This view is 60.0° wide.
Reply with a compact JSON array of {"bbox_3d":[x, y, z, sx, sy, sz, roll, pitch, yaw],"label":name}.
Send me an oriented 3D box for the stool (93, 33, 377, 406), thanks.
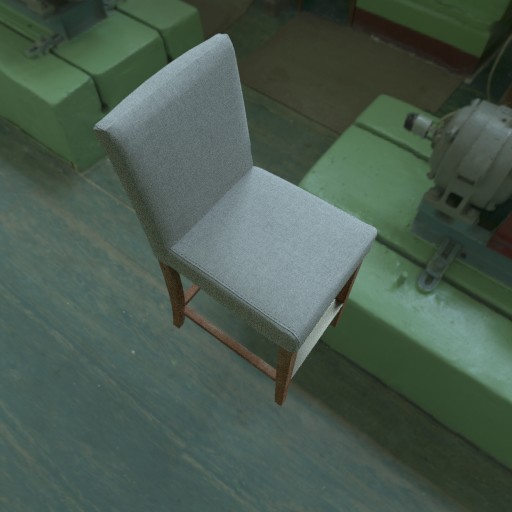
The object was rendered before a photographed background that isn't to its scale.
[{"bbox_3d":[0.000,0.000,1.383,0.570,1.088,0.439,32,64,18],"label":"stool"}]
